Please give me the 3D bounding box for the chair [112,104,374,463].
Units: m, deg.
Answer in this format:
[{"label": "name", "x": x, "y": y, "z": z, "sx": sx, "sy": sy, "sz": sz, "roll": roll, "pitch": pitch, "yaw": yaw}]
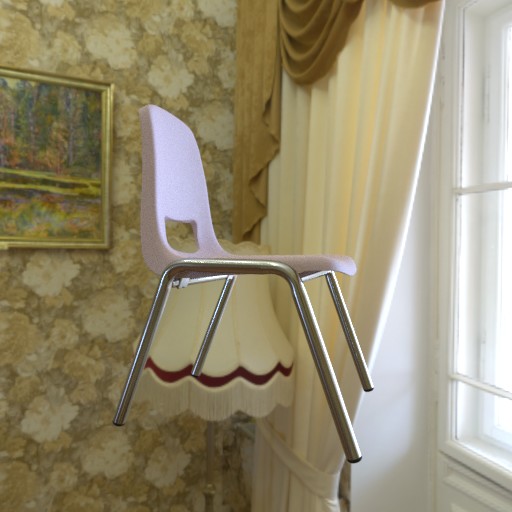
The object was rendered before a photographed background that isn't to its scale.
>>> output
[{"label": "chair", "x": 0.000, "y": 0.000, "z": 0.850, "sx": 0.423, "sy": 0.586, "sz": 0.354, "roll": 0, "pitch": 1, "yaw": 18}]
